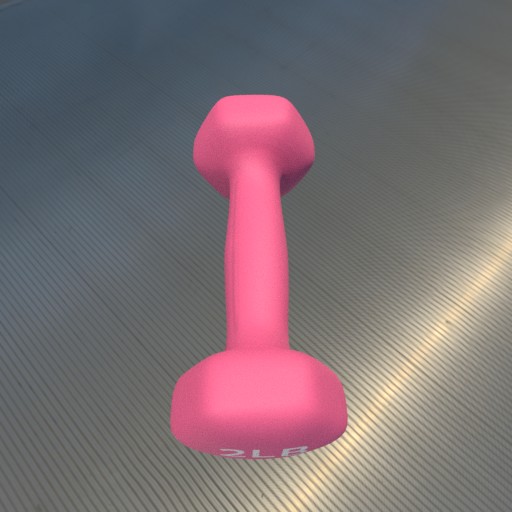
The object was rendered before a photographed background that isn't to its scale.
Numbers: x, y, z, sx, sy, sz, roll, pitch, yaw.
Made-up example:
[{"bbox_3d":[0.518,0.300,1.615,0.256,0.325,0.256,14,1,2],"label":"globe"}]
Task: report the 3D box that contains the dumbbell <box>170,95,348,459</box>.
[{"bbox_3d":[0.000,0.000,0.177,0.058,0.053,0.146,0,57,0],"label":"dumbbell"}]
